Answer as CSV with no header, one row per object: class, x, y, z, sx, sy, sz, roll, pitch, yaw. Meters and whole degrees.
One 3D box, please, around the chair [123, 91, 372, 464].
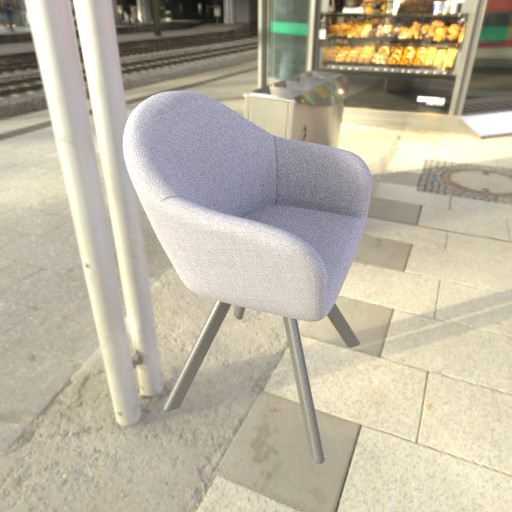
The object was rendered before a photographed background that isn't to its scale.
chair,0.000,0.000,1.173,0.550,0.795,0.590,11,31,19
